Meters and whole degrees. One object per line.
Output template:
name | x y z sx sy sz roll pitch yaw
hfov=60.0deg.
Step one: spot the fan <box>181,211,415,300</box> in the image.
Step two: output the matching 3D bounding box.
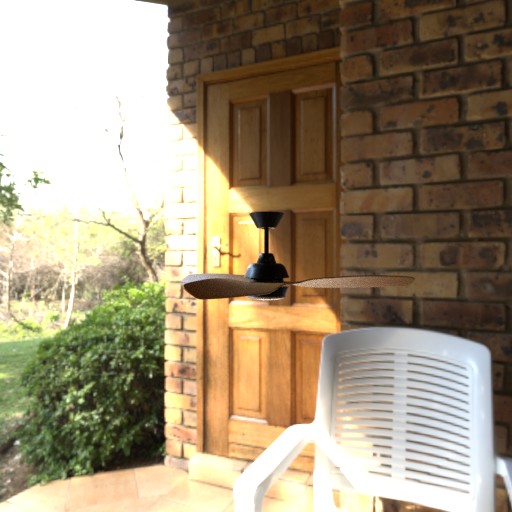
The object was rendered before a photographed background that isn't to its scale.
fan | 0.000 0.000 1.674 1.142 0.355 1.010 0 -1 19
